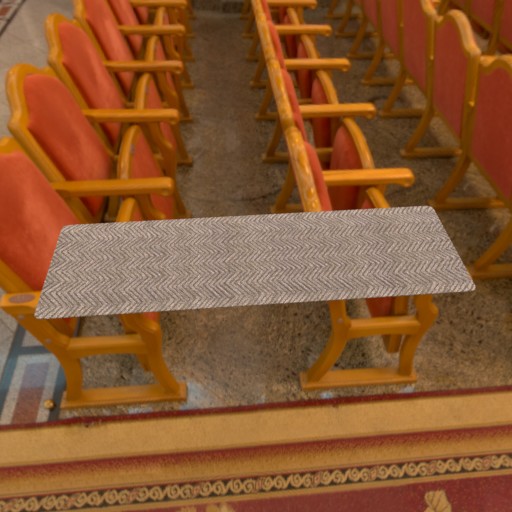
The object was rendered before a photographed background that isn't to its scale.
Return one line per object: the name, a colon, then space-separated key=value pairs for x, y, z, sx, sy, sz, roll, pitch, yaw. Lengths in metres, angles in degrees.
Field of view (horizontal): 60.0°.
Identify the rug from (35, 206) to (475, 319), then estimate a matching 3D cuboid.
rug: x=0.000 y=0.000 z=2.507 sx=2.286 sy=0.008 sz=0.686 roll=-3 pitch=47 yaw=-3
